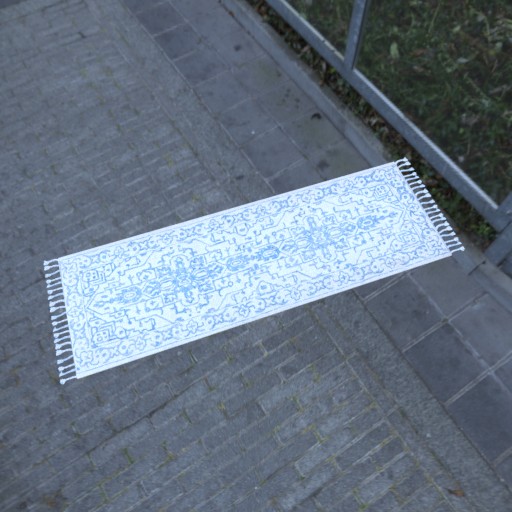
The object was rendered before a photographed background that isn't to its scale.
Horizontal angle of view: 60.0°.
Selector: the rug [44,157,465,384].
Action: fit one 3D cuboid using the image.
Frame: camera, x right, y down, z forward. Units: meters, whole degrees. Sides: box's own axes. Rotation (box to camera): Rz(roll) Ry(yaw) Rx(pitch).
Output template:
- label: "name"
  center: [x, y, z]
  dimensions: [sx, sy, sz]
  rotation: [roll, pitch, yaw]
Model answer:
- label: "rug"
  center: [0.000, 0.000, 2.685]
  dimensions: [2.449, 0.011, 0.774]
  rotation: [-17, 64, -9]
